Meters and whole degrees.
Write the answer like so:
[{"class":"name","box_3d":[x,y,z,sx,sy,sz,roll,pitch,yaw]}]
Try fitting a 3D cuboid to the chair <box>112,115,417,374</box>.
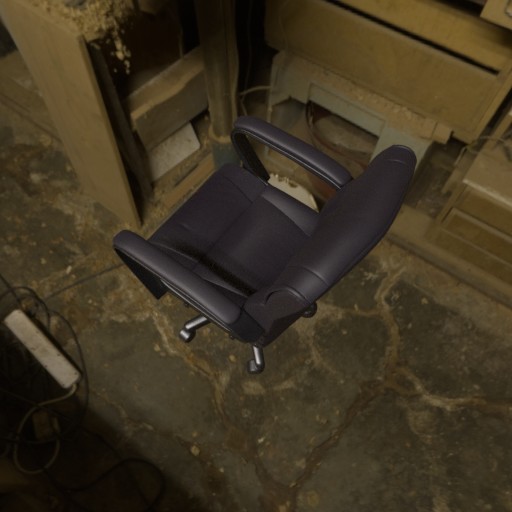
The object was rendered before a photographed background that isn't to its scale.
[{"class":"chair","box_3d":[0.000,0.000,1.377,0.641,0.998,0.576,34,68,16]}]
